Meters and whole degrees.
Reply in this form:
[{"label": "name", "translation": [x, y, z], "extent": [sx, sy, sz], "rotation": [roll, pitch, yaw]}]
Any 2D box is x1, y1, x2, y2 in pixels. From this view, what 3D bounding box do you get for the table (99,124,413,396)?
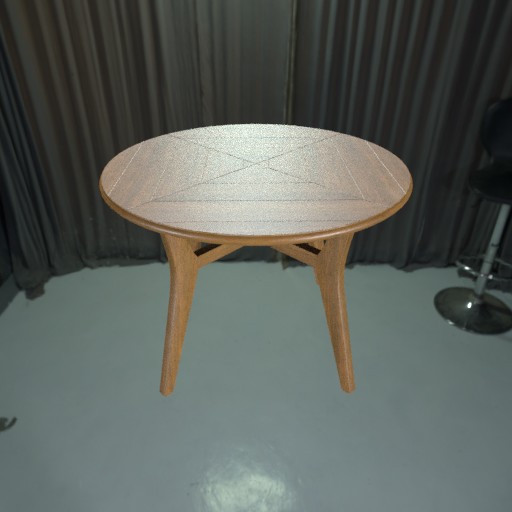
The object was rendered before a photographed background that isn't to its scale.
[{"label": "table", "translation": [0.000, 0.000, 1.748], "extent": [1.055, 0.757, 1.055], "rotation": [0, 31, 0]}]
